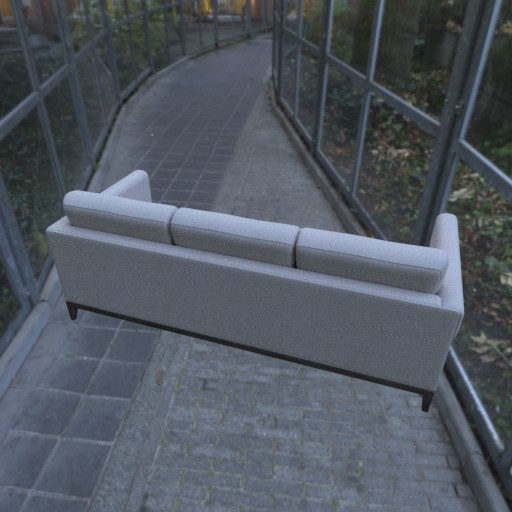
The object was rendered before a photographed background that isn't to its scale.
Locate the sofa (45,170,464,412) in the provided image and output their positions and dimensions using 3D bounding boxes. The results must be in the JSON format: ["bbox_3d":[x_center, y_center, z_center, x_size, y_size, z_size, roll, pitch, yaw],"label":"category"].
[{"bbox_3d":[0.000,0.000,2.680,2.210,0.838,0.959,11,34,16],"label":"sofa"}]
